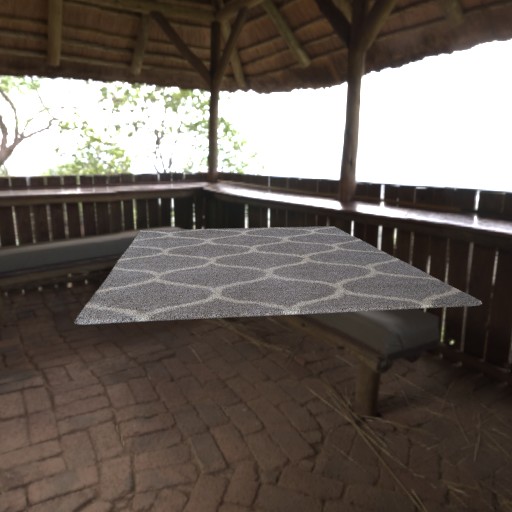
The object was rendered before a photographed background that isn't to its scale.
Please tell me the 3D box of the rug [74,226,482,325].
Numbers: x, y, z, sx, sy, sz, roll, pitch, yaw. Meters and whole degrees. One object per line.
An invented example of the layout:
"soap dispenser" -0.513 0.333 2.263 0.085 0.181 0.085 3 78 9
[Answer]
"rug" 0.000 0.000 3.983 2.399 0.026 3.000 -2 13 -8
